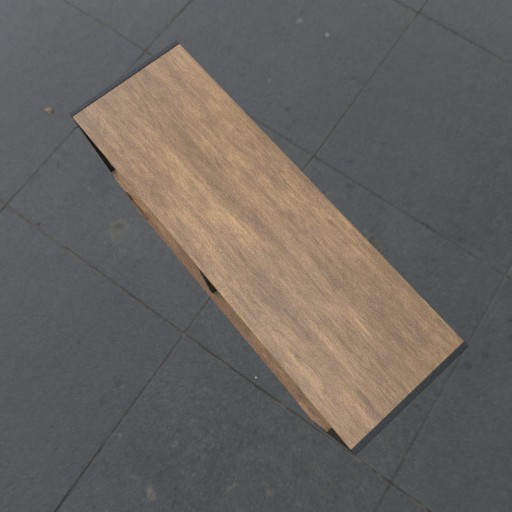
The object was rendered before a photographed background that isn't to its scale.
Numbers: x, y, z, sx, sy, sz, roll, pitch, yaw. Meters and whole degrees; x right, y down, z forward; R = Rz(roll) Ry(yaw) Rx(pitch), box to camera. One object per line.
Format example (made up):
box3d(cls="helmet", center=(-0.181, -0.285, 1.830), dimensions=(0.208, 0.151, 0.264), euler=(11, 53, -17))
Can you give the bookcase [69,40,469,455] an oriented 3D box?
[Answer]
box3d(cls="bookcase", center=(0.000, 0.000, 1.488), dimensions=(0.391, 0.712, 1.149), euler=(-39, 78, -10))
